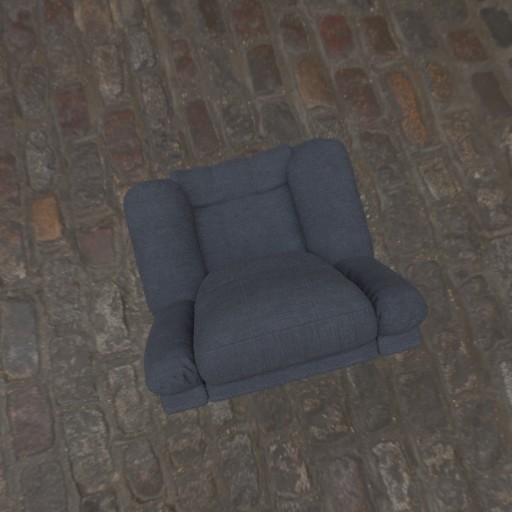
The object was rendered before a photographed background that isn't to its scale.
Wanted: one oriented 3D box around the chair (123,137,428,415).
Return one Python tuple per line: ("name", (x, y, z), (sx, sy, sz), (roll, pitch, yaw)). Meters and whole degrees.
("chair", (0.000, 0.000, 1.757), (0.899, 1.008, 0.944), (-14, 78, -3))
